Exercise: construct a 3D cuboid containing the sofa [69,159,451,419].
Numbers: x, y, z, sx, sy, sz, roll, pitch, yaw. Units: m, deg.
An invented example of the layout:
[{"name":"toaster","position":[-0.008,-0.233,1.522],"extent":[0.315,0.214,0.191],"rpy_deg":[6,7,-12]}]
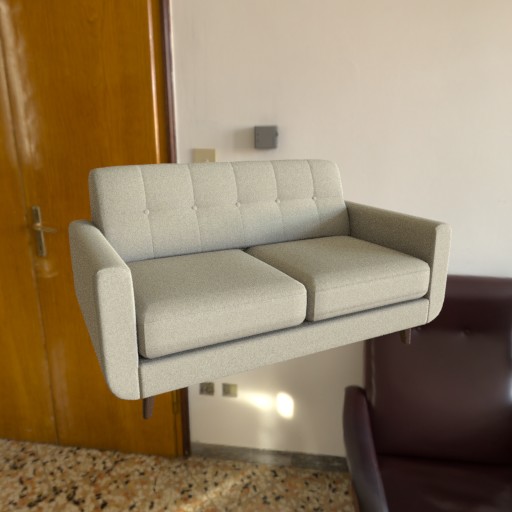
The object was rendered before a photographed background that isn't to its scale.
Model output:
[{"name":"sofa","position":[0.000,0.000,2.220],"extent":[1.655,0.892,0.980],"rpy_deg":[-8,18,-26]}]
